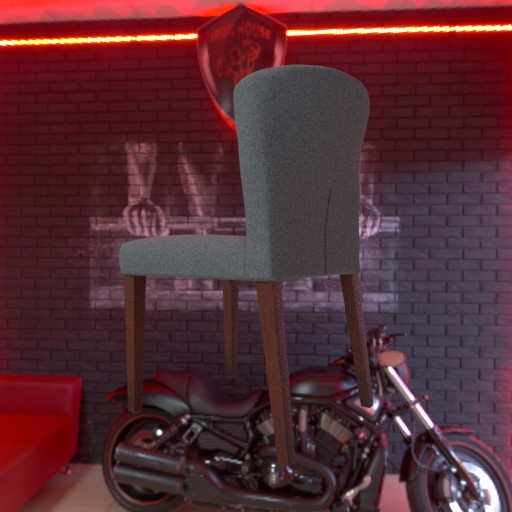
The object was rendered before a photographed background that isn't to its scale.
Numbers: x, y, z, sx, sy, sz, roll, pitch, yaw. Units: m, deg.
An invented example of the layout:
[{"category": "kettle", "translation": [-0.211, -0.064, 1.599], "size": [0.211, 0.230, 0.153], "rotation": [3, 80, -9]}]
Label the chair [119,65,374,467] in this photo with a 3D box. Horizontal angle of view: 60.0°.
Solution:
[{"category": "chair", "translation": [0.000, 0.000, 1.207], "size": [0.592, 0.839, 0.491], "rotation": [0, 1, 37]}]
